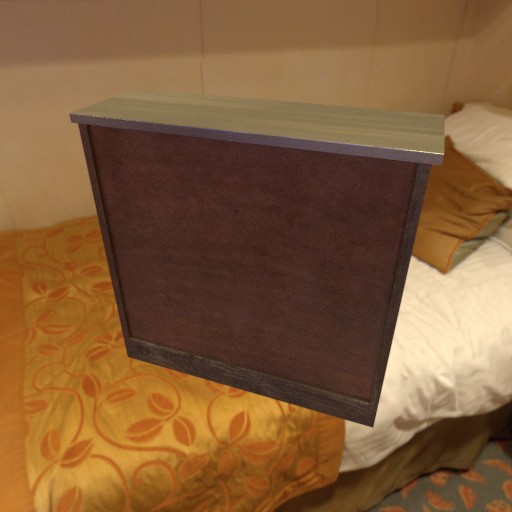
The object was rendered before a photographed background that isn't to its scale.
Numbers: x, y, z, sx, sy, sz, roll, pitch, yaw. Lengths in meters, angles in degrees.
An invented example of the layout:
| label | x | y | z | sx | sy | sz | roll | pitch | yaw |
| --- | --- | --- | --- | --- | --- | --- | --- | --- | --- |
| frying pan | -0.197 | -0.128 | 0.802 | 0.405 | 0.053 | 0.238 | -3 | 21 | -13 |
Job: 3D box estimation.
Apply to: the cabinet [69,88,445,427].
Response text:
| label | x | y | z | sx | sy | sz | roll | pitch | yaw |
| --- | --- | --- | --- | --- | --- | --- | --- | --- | --- |
| cabinet | 0.000 | 0.000 | 1.454 | 0.968 | 0.919 | 0.338 | 11 | 34 | 17 |
